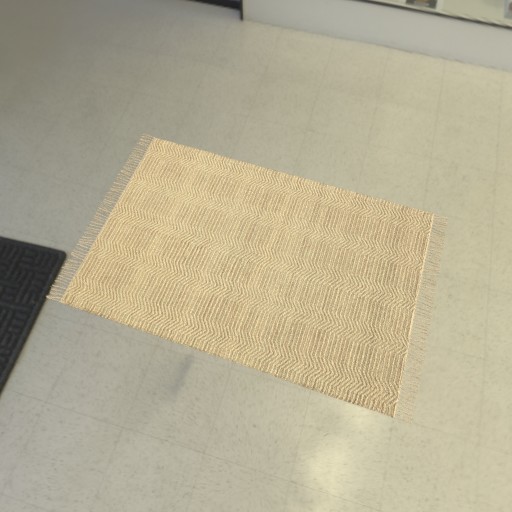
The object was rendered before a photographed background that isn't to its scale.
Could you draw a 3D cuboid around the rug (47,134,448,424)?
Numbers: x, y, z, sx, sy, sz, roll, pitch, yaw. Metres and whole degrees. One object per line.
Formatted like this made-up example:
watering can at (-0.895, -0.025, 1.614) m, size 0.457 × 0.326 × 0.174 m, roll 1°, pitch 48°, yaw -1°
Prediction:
rug at (0.000, 0.000, 3.150) m, size 2.523 × 0.034 × 1.528 m, roll 17°, pitch 65°, yaw 8°
